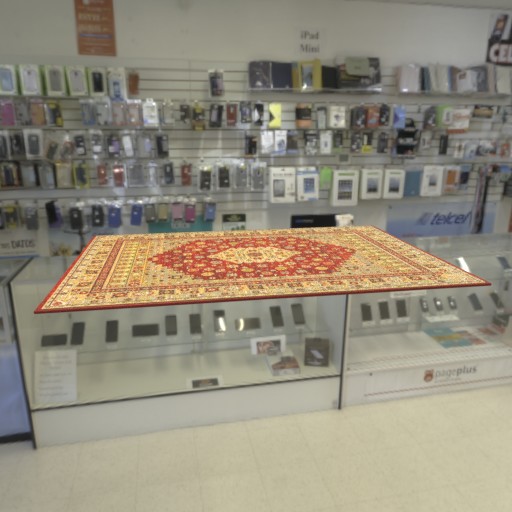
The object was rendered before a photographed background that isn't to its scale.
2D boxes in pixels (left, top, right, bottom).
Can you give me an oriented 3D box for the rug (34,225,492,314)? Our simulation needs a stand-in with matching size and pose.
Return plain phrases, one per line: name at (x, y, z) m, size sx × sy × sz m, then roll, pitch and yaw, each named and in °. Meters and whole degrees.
rug at (0.000, 0.000, 2.279) m, size 1.802 × 0.013 × 1.194 m, roll -3°, pitch 16°, yaw -9°
